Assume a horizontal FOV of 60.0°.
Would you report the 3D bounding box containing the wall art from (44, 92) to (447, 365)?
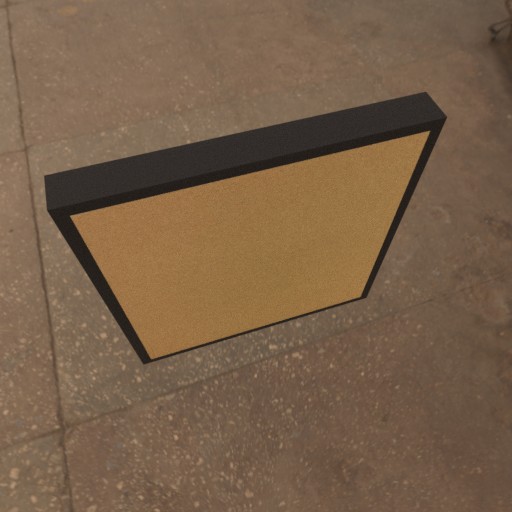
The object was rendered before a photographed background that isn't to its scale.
[{"bbox_3d":[0.000,0.000,0.458,0.305,0.304,0.033,-15,58,-10],"label":"wall art"}]
